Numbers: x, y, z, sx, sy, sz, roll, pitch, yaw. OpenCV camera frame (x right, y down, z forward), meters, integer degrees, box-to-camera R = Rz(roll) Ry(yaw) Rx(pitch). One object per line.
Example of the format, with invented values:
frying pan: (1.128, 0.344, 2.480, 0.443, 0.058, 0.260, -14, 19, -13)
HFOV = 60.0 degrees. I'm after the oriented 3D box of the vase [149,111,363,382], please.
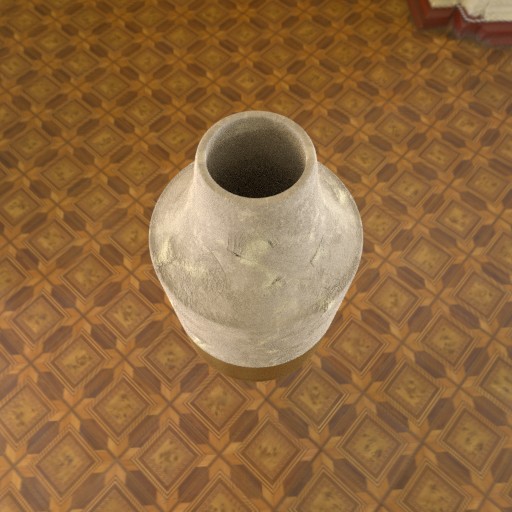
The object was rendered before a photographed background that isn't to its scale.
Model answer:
vase: (0.000, 0.000, 0.429, 0.184, 0.305, 0.184, 0, 64, 0)
